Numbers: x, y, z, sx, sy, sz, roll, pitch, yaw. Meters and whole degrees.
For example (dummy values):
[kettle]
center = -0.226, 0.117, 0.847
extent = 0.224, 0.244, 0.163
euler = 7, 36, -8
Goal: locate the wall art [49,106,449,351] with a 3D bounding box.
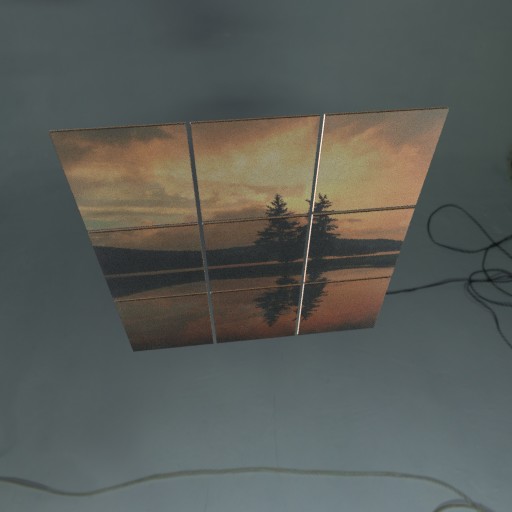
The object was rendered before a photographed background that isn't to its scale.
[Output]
[wall art]
center = 0.000, 0.000, 1.788
extent = 1.216, 1.218, 0.013
euler = -5, 47, -4
